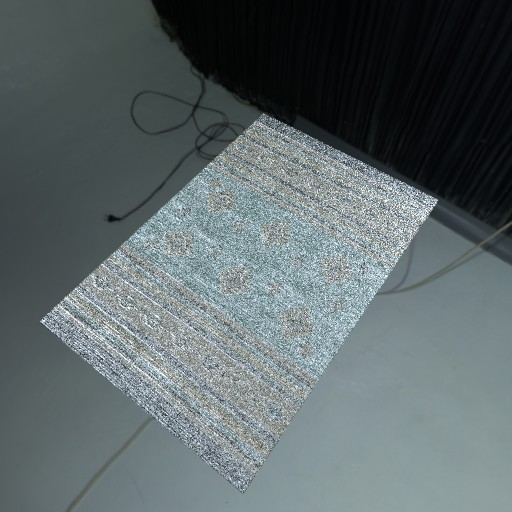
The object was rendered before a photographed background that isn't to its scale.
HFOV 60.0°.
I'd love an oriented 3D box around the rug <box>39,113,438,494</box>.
[{"bbox_3d":[0.000,0.000,2.295,1.212,0.010,1.811,32,63,18],"label":"rug"}]
